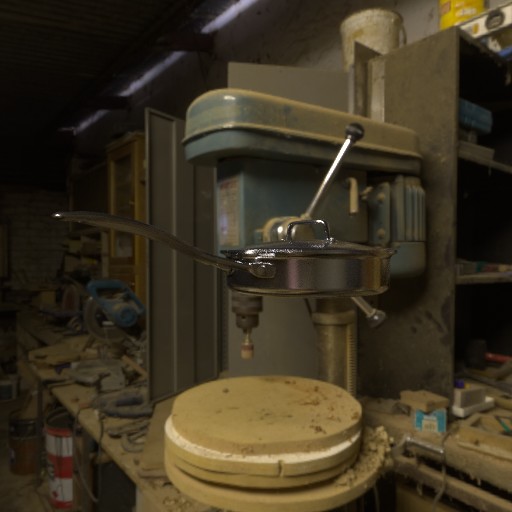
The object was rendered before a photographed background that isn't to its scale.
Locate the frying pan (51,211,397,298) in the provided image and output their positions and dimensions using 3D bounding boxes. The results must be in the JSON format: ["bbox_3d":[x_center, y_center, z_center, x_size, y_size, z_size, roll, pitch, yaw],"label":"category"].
[{"bbox_3d":[0.000,0.000,0.655,0.561,0.114,0.280,0,1,-37],"label":"frying pan"}]
